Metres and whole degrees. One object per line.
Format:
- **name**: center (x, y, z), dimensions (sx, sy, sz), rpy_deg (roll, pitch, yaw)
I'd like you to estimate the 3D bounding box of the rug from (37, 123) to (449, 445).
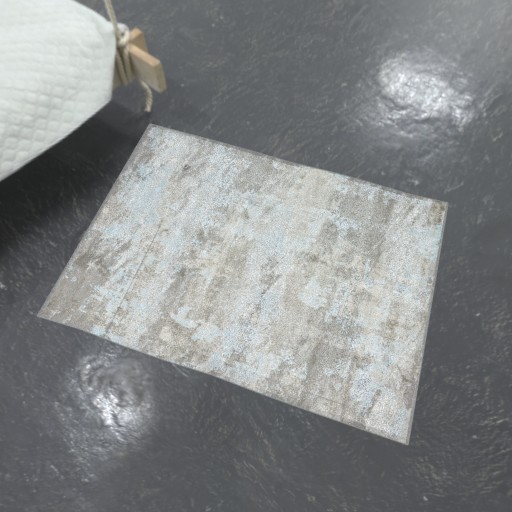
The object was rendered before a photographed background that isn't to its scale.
- **rug**: center (0.000, 0.000, 4.204), dimensions (3.307, 0.013, 2.393), rpy_deg (17, 64, 8)
